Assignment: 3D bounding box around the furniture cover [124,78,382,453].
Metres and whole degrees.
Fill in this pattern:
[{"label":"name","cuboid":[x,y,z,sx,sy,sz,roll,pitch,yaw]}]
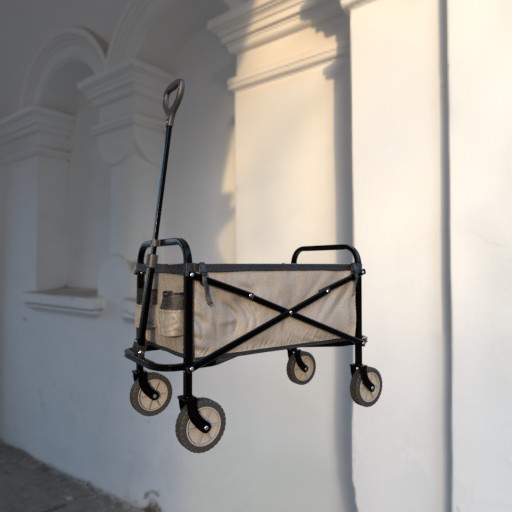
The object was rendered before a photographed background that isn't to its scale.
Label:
[{"label":"furniture cover","cuboid":[0.000,0.000,1.857,1.038,1.295,0.532,1,-1,-35]}]
